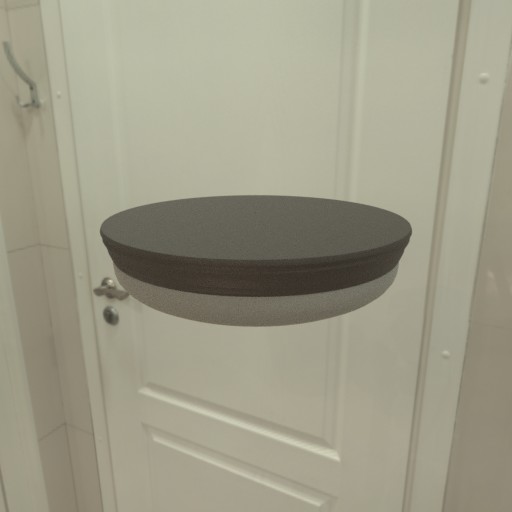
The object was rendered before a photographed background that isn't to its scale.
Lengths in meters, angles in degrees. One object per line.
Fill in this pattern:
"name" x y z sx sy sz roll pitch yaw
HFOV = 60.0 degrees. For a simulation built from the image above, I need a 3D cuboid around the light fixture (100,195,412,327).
"light fixture" 0.000 0.000 0.564 0.368 0.100 0.368 0 16 0
